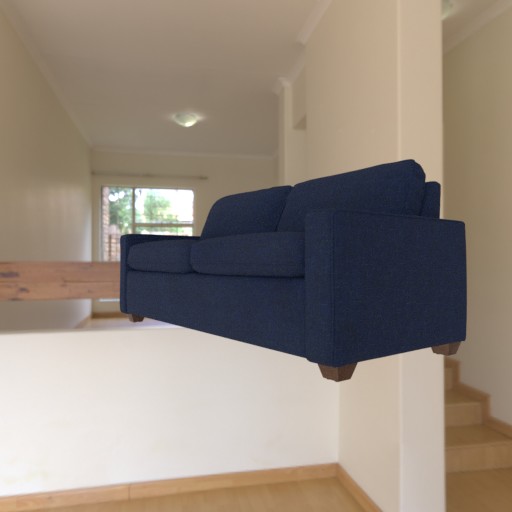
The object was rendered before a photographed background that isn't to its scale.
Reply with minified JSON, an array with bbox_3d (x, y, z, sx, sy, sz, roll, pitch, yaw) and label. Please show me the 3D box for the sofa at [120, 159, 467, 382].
[{"bbox_3d":[0.000,0.000,2.586,0.940,0.919,2.080,0,-1,-37],"label":"sofa"}]
